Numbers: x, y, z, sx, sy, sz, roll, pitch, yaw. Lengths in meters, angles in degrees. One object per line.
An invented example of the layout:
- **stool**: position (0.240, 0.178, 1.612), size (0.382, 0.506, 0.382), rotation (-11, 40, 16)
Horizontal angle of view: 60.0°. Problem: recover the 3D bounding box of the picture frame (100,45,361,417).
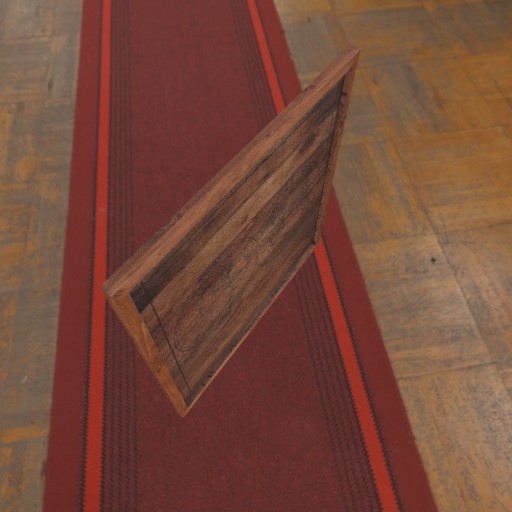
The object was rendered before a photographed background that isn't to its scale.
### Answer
- **picture frame**: position (0.000, 0.000, 1.217), size (0.029, 0.817, 0.810), rotation (31, 63, 18)
